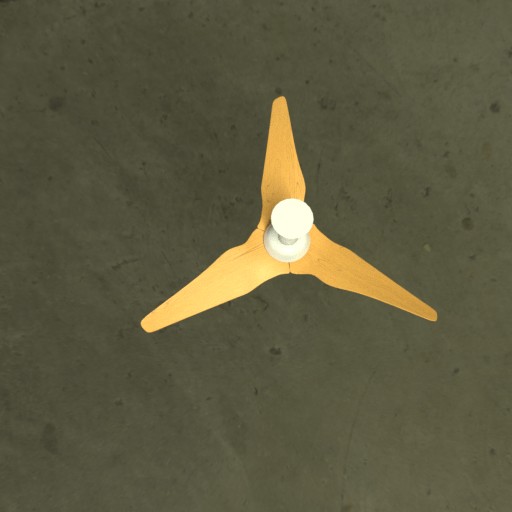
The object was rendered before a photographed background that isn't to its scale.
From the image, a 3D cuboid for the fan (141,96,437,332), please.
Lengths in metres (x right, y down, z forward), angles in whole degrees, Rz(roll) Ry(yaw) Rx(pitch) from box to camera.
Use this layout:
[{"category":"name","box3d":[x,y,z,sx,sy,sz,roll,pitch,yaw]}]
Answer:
[{"category":"fan","box3d":[0.000,0.000,1.662,1.010,0.355,1.142,-32,78,-8]}]
